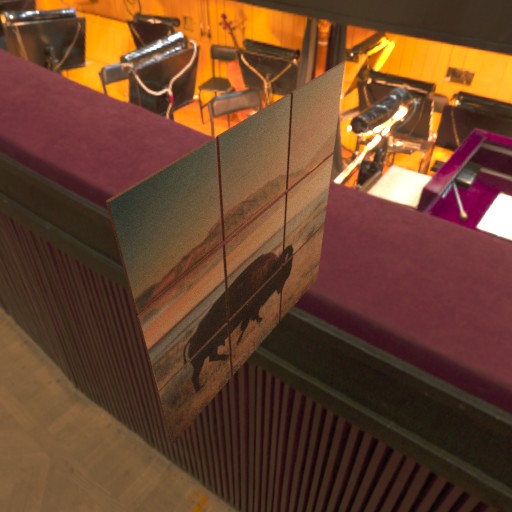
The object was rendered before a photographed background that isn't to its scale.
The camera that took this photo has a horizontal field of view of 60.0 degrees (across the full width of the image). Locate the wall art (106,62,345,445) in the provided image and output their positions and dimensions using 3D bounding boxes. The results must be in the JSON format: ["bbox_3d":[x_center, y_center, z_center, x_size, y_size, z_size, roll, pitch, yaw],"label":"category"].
[{"bbox_3d":[0.000,0.000,2.291,0.019,1.532,1.533,25,47,26],"label":"wall art"}]
